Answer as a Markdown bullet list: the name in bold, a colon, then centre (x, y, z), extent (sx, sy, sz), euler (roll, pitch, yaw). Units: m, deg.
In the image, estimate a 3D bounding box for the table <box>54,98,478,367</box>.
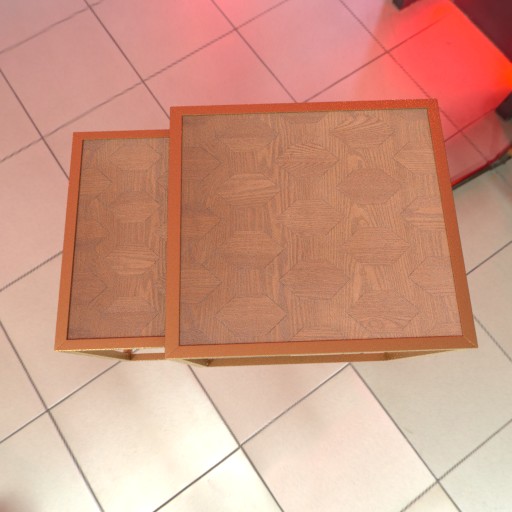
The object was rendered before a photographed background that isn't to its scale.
- **table**: centre (0.000, 0.000, 1.079), extent (0.762, 0.505, 0.505), euler (-2, 74, -1)
